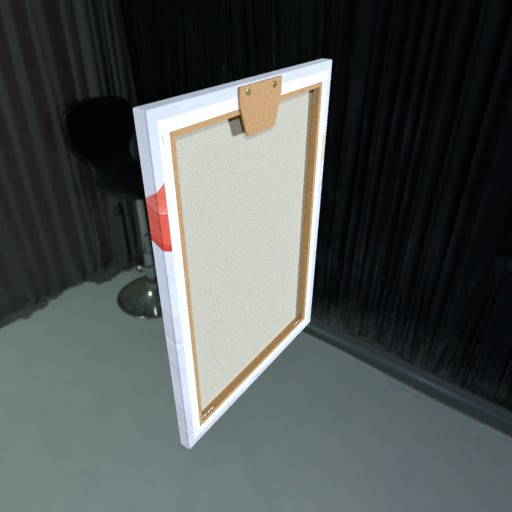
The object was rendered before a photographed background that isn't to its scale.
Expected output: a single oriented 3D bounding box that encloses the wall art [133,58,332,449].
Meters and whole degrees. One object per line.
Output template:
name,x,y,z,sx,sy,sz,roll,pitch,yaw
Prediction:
wall art,0.000,0.000,1.121,0.036,0.848,0.613,21,38,30
